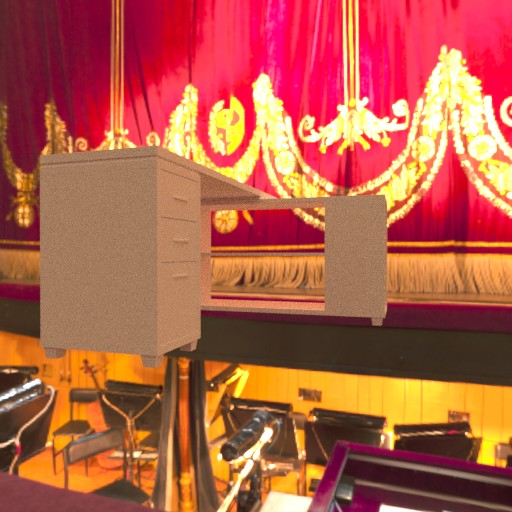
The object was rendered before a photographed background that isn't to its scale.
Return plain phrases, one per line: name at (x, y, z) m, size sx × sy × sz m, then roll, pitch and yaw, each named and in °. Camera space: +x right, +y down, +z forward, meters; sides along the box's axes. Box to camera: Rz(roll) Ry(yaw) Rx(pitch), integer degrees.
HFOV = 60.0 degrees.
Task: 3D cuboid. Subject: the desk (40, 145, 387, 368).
desk at (0.000, 0.000, 2.194) m, size 1.199 × 0.759 × 1.524 m, roll 0°, pitch 0°, yaw 18°
